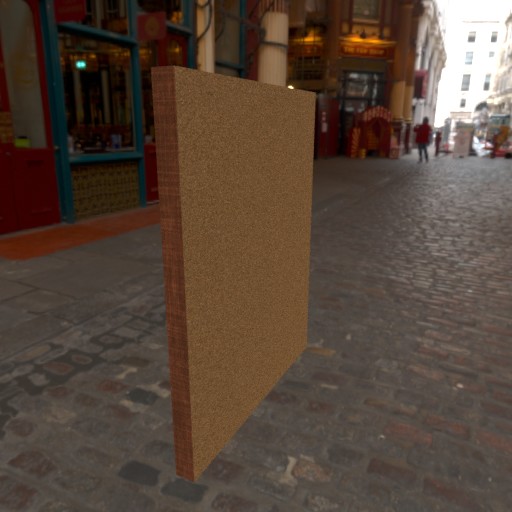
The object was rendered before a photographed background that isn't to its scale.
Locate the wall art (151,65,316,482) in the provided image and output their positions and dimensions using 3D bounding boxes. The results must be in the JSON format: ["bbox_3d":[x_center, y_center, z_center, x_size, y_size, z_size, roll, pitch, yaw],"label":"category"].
[{"bbox_3d":[0.000,0.000,0.779,0.033,0.567,0.467,8,18,26],"label":"wall art"}]
